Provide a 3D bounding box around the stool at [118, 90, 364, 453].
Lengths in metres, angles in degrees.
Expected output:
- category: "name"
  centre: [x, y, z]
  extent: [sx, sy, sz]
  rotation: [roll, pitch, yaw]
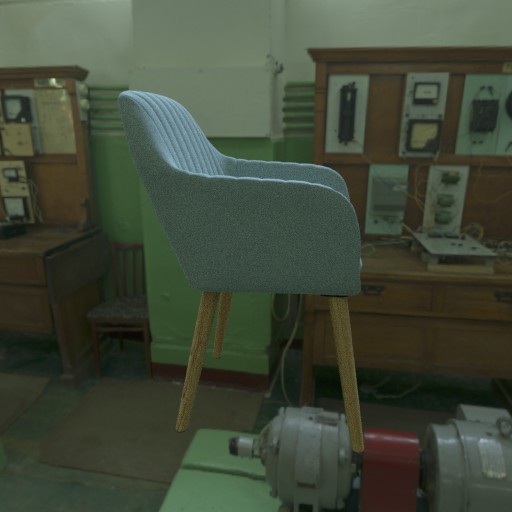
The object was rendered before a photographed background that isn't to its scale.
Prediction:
- category: "stool"
  centre: [0.000, 0.000, 1.191]
  extent: [0.590, 0.830, 0.503]
  rotation: [2, 16, 9]
